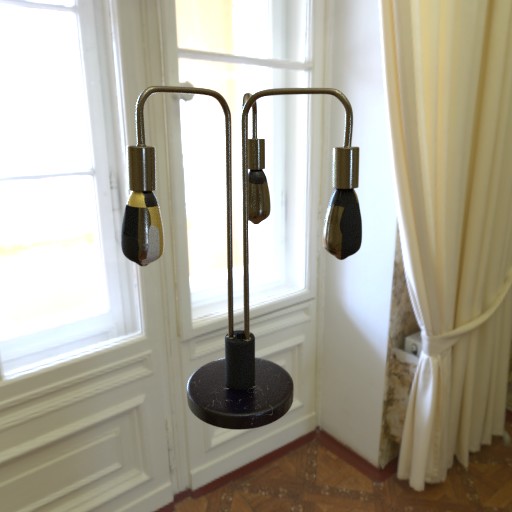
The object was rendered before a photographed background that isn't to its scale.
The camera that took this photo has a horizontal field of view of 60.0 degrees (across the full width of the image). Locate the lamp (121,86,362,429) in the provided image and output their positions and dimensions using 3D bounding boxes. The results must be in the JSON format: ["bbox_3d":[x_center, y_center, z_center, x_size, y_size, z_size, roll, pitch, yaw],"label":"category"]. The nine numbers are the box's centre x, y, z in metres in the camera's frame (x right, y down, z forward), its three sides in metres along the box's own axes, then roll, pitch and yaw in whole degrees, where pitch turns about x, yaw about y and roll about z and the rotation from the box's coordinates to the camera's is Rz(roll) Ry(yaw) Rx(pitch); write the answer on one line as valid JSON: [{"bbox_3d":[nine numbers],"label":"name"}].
[{"bbox_3d":[0.000,0.000,0.798,0.355,0.560,0.368,2,17,8],"label":"lamp"}]
